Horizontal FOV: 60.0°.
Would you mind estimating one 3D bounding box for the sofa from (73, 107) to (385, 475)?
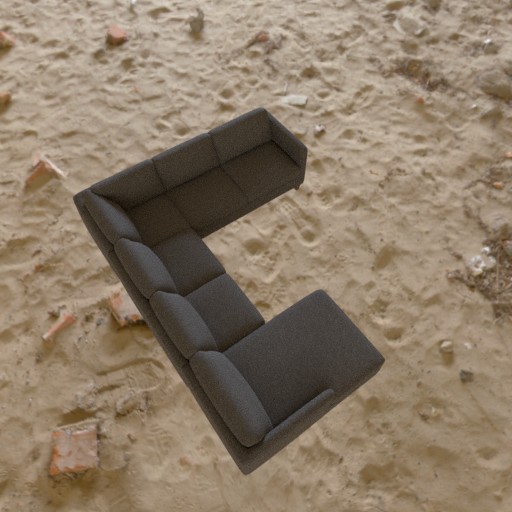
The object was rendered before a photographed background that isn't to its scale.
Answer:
[{"bbox_3d":[0.000,0.000,4.592,2.551,0.853,3.238,-31,62,-19],"label":"sofa"}]
